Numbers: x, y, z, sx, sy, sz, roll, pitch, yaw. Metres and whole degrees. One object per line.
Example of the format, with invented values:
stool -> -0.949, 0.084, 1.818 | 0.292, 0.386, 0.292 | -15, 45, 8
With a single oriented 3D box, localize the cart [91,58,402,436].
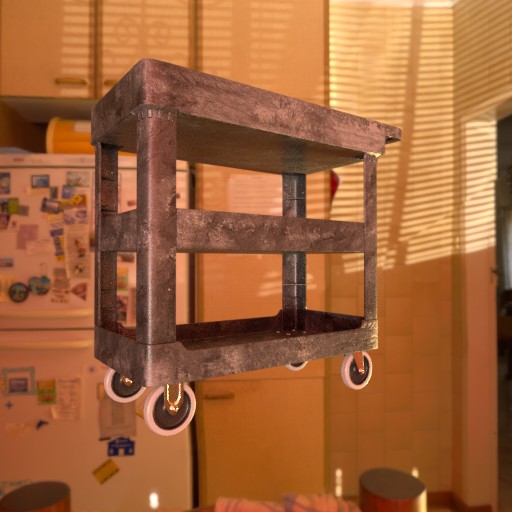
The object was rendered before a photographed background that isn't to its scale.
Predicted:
cart -> 0.000, 0.000, 1.341 | 0.877, 0.824, 0.420 | 1, -1, -36
